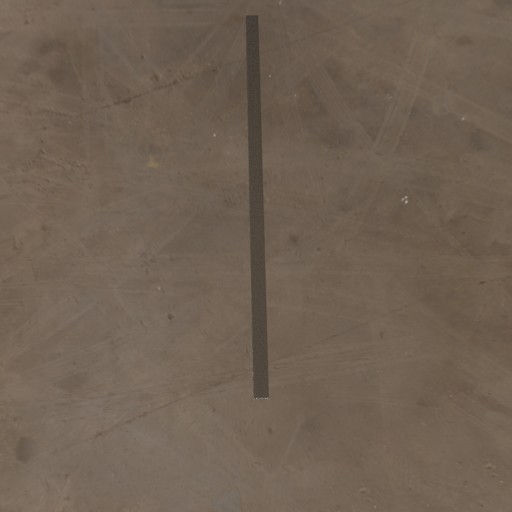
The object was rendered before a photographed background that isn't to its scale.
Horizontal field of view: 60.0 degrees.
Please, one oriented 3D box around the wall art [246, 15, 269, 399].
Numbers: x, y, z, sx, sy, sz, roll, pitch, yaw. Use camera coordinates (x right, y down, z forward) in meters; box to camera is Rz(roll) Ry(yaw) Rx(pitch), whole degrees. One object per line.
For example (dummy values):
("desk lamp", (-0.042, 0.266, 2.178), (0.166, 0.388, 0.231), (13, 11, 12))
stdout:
("wall art", (0.000, 0.000, 0.665), (0.013, 0.529, 0.376), (-1, 76, 0))
